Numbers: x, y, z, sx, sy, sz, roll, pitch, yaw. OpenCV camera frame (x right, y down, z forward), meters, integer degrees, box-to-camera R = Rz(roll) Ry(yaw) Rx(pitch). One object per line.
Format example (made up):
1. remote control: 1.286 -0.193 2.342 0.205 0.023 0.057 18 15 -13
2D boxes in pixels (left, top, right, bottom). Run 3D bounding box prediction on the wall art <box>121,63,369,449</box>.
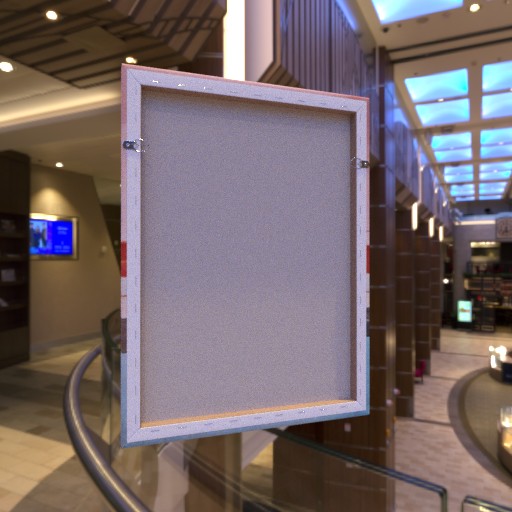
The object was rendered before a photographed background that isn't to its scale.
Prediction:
1. wall art: 0.000 0.000 1.309 0.761 1.016 0.039 0 0 -19
